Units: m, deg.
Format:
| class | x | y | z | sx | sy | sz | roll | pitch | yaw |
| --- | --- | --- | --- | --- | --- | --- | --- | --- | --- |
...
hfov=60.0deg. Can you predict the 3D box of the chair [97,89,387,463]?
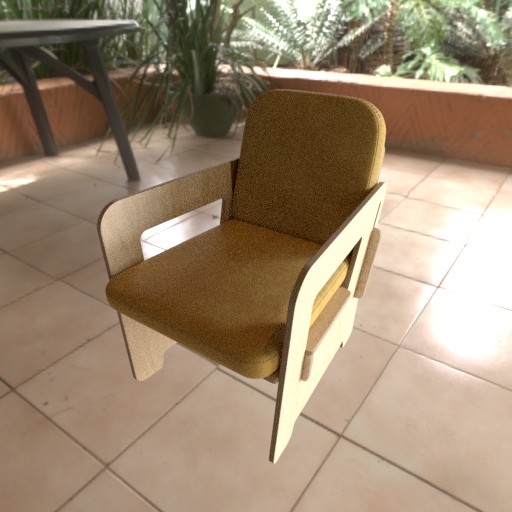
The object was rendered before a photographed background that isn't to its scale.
| class | x | y | z | sx | sy | sz | roll | pitch | yaw |
| --- | --- | --- | --- | --- | --- | --- | --- | --- | --- |
| chair | 0.000 | 0.000 | 1.263 | 0.590 | 0.800 | 0.710 | 19 | 35 | 30 |
